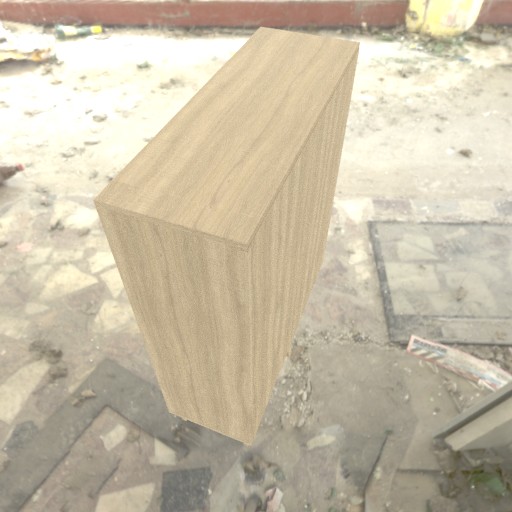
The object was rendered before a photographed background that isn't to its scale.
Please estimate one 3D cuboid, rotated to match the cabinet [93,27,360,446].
[{"bbox_3d":[0.000,0.000,1.866,0.398,1.388,1.111,16,50,14],"label":"cabinet"}]
